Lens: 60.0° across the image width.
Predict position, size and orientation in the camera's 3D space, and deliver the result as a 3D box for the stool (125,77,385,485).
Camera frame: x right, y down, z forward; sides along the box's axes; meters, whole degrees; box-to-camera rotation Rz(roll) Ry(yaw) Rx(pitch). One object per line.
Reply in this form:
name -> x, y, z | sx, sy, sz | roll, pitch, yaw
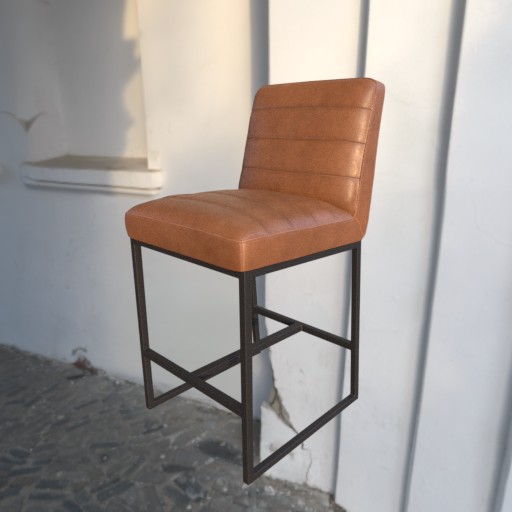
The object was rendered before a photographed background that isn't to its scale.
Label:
stool -> 0.000, 0.000, 1.237 | 0.458, 0.940, 0.556 | 15, 22, 42
